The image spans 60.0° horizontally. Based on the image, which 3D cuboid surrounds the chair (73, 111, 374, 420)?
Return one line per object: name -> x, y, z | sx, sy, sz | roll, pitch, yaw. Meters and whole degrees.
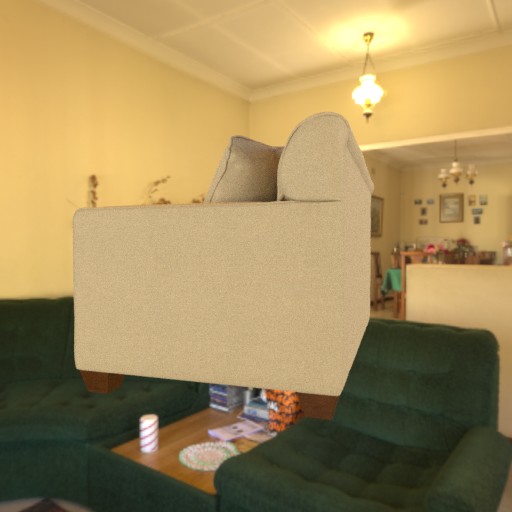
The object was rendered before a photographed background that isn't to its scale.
chair -> 0.000, 0.000, 2.067 | 1.000, 0.948, 1.383 | 0, 1, 18
